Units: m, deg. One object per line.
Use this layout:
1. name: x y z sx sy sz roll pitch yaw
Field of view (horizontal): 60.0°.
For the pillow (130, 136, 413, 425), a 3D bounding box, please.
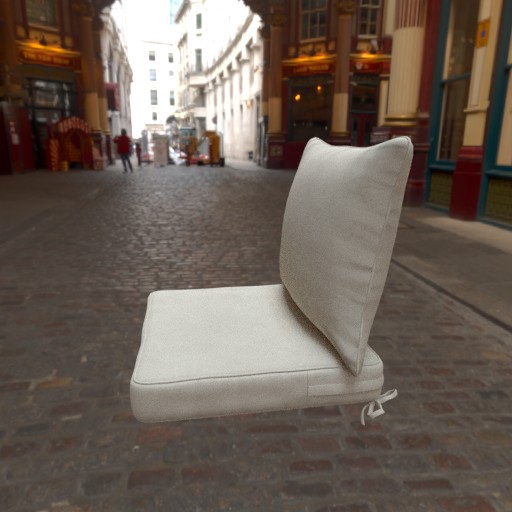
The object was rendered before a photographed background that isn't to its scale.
1. pillow: 0.000 0.000 1.375 0.733 0.716 0.798 -2 15 -9
